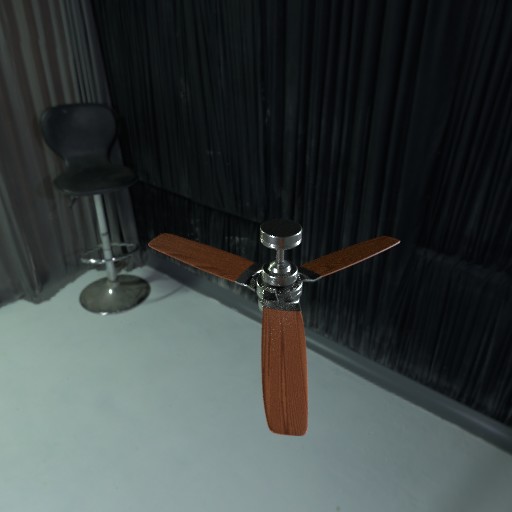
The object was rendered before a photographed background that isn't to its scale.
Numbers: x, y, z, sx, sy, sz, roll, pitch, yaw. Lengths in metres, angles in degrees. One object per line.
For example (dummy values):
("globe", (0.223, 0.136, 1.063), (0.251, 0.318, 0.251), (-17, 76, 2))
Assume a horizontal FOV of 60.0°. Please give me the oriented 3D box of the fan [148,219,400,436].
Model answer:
("fan", (0.000, 0.000, 2.045), (1.271, 0.410, 1.416), (19, 35, 30))
